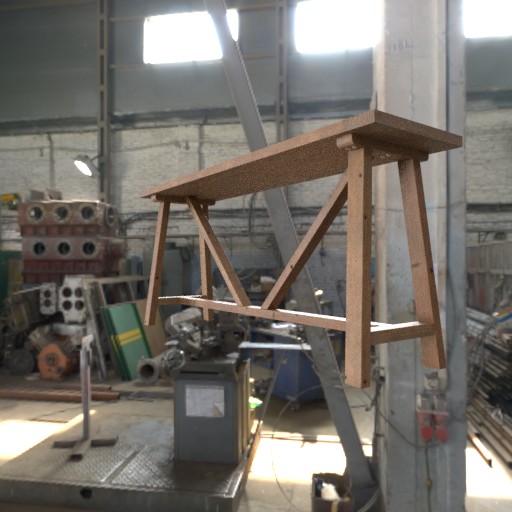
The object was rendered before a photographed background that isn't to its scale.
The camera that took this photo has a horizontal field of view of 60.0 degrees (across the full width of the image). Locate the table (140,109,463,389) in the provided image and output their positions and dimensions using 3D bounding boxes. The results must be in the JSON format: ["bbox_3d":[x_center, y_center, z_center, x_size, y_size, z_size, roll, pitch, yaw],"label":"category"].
[{"bbox_3d":[0.000,0.000,2.121,0.465,0.810,1.800,1,-1,-36],"label":"table"}]
